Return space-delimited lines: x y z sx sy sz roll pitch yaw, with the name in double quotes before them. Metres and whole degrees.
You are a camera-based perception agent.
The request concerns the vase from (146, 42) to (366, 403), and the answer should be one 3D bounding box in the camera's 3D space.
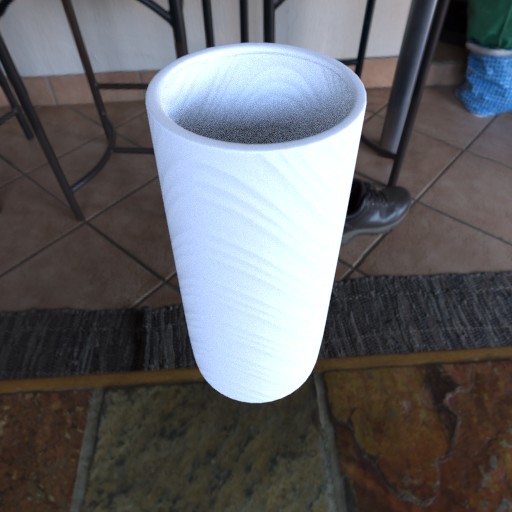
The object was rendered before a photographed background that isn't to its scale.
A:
"vase" 0.000 0.000 0.395 0.143 0.316 0.143 0 48 0
